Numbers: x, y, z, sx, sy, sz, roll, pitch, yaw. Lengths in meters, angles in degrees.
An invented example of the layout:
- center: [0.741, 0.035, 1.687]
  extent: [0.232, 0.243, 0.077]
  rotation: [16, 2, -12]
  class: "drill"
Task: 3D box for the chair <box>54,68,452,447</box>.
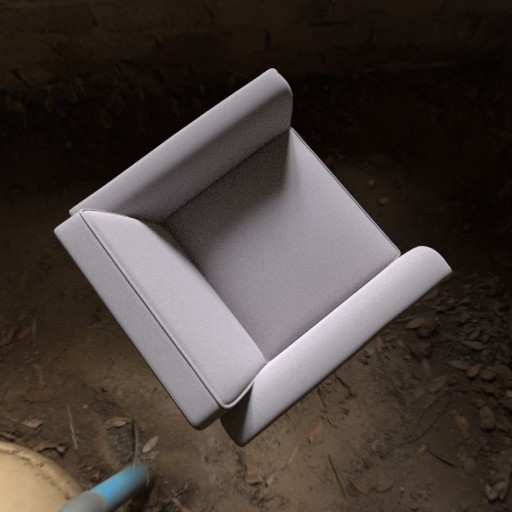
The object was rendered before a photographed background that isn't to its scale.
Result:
- center: [0.000, 0.000, 1.367]
  extent: [0.750, 0.780, 0.780]
  rotation: [-38, 81, -7]
  class: "chair"
